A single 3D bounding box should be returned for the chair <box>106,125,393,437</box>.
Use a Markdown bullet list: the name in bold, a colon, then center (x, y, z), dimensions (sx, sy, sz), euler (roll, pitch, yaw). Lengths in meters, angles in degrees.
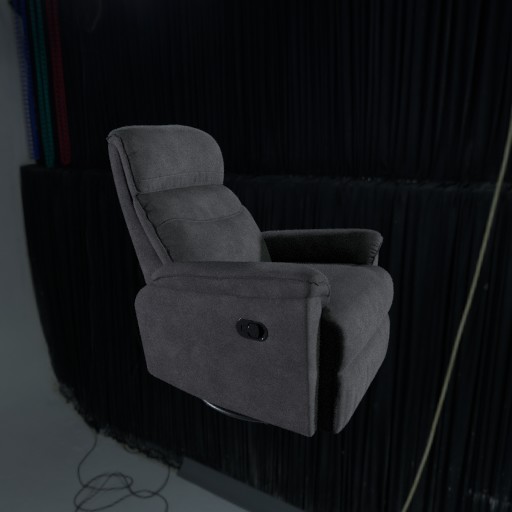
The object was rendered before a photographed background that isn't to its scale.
- **chair**: center (0.000, 0.000, 1.777), dimensions (1.009, 1.035, 0.830), euler (7, 15, 28)
